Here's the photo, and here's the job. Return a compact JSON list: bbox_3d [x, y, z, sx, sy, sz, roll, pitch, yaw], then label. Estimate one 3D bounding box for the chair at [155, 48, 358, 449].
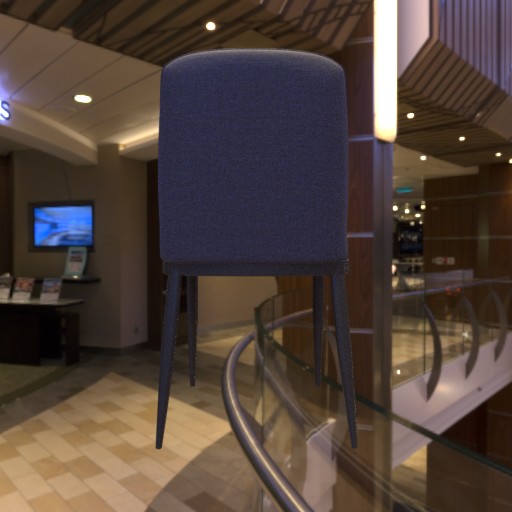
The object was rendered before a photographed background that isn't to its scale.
[{"bbox_3d":[0.000,0.000,1.152,0.480,0.839,0.551,0,1,0],"label":"chair"}]
